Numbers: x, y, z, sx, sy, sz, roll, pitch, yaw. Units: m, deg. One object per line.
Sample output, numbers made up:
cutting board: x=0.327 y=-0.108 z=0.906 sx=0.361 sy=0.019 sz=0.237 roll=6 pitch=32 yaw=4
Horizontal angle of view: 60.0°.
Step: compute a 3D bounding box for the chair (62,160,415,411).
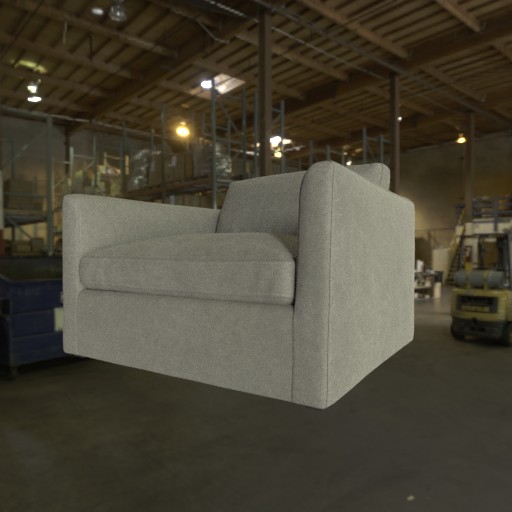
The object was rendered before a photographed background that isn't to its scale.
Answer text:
chair: x=0.000 y=0.000 z=1.877 sx=1.190 sy=0.845 sz=1.091 roll=0 pitch=0 yaw=35
